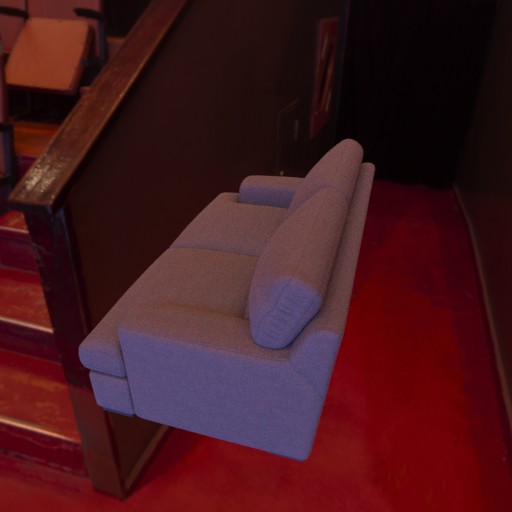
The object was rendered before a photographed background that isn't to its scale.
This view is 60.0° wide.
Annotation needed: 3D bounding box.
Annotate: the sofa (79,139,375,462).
[{"bbox_3d":[0.000,0.000,2.518,1.140,0.950,1.869,9,32,14],"label":"sofa"}]
